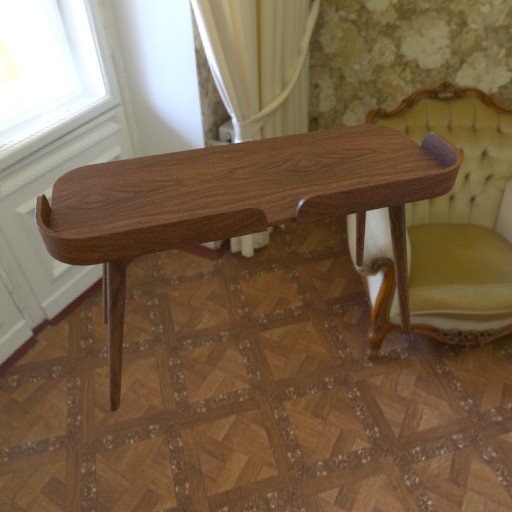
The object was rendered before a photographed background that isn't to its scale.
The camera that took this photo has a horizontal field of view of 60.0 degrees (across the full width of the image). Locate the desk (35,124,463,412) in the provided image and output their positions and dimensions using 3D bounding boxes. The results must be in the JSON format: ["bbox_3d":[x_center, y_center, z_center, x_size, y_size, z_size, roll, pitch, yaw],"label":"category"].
[{"bbox_3d":[0.000,0.000,1.620,1.256,0.800,0.486,-12,43,-13],"label":"desk"}]
